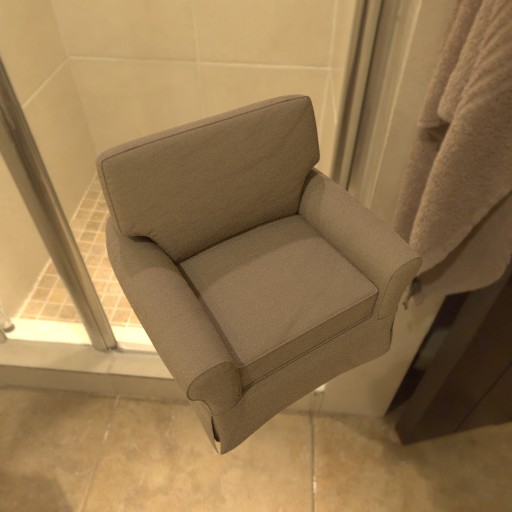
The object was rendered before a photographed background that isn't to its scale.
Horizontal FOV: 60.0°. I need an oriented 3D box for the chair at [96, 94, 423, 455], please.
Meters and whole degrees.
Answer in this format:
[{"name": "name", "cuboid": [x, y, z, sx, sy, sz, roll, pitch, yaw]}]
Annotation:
[{"name": "chair", "cuboid": [0.000, 0.000, 1.943, 1.135, 1.017, 0.988, -24, 51, -22]}]
